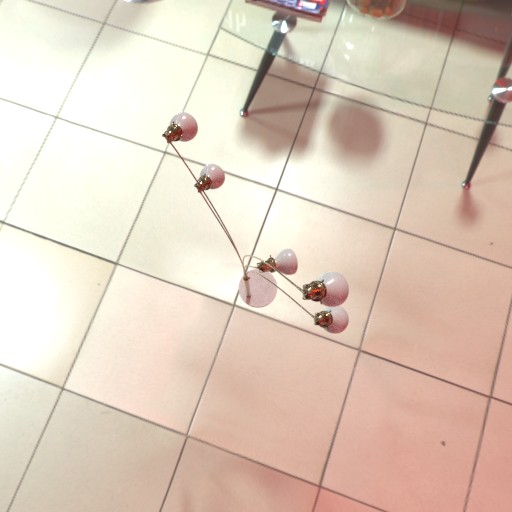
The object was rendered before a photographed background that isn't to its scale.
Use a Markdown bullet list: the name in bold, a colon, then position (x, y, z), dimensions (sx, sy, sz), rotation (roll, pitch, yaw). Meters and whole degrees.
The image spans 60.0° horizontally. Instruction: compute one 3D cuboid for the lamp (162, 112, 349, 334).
- **lamp**: position (0.000, 0.000, 2.985), dimensions (0.361, 2.423, 1.405), rotation (-37, 79, -8)
